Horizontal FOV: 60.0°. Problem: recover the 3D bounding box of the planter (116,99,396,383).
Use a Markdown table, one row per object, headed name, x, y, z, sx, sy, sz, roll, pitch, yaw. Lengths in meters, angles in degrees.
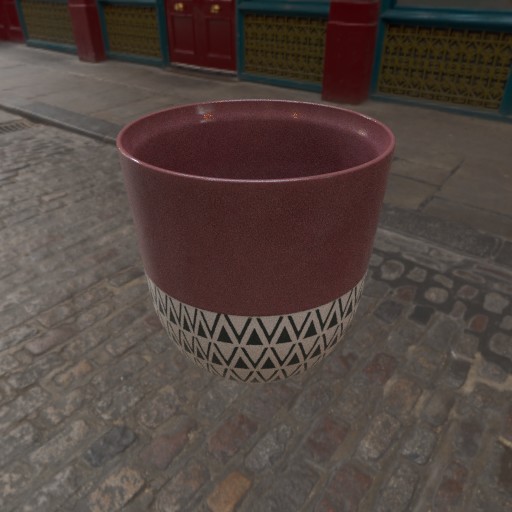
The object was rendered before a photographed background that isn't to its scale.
| name | x | y | z | sx | sy | sz | roll | pitch | yaw |
| --- | --- | --- | --- | --- | --- | --- | --- | --- | --- |
| planter | 0.000 | 0.000 | 0.375 | 0.195 | 0.214 | 0.195 | 0 | 32 | 0 |
